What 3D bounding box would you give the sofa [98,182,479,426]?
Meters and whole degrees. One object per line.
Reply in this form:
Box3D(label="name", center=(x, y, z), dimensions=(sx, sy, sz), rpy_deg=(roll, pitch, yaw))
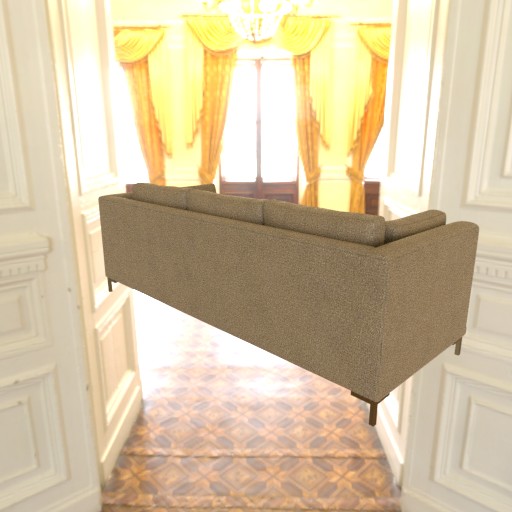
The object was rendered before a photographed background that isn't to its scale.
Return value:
Box3D(label="sofa", center=(0.000, 0.000, 2.914), dimensions=(0.969, 0.867, 2.415), rpy_deg=(-15, 21, -43))
